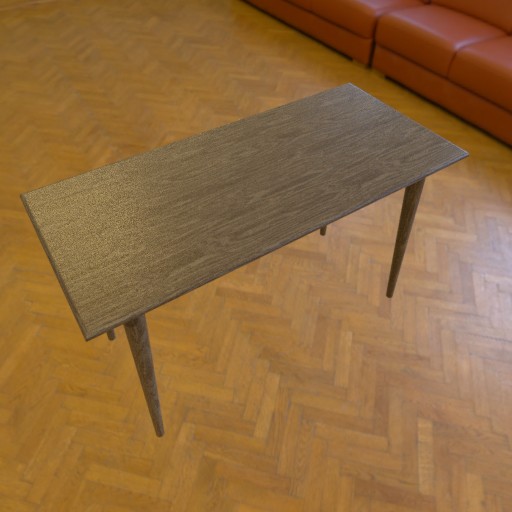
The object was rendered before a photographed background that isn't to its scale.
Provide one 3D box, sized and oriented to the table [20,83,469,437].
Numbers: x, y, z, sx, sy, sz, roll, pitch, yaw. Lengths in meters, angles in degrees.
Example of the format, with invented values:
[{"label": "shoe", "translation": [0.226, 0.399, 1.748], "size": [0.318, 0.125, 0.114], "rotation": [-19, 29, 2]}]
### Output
[{"label": "table", "translation": [0.000, 0.000, 1.678], "size": [1.300, 0.780, 0.599], "rotation": [-26, 52, -22]}]
